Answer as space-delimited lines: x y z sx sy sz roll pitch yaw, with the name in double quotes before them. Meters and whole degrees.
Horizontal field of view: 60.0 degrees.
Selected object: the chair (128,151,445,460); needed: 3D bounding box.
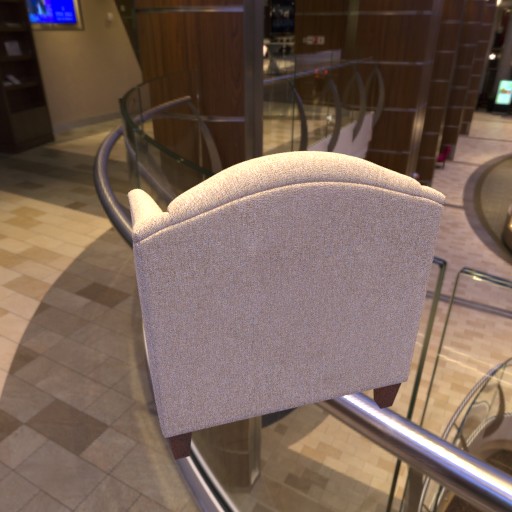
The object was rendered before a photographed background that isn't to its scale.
"chair" 0.000 0.000 1.454 0.763 0.839 0.787 -8 28 -15
